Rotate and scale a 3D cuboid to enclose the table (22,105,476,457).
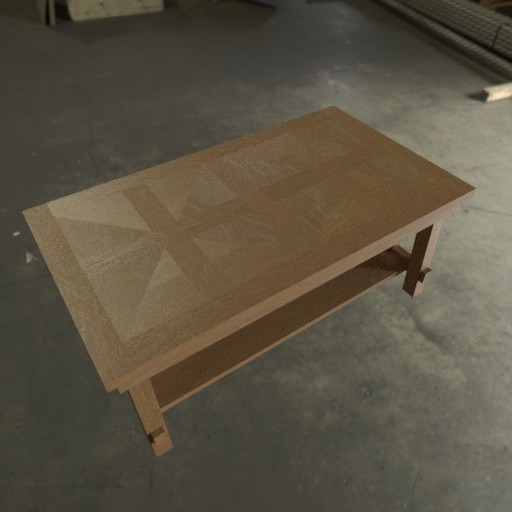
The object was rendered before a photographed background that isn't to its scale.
[{"bbox_3d":[0.000,0.000,1.593,1.270,0.507,0.711,-25,50,-23],"label":"table"}]
